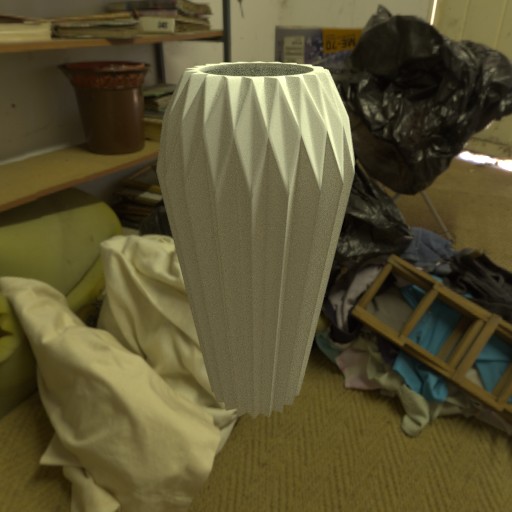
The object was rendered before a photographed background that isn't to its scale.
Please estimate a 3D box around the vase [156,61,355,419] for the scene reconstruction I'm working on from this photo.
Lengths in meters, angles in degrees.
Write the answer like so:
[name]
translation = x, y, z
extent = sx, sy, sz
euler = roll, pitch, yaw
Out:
[vase]
translation = 0.000, 0.000, 0.336
extent = 0.133, 0.263, 0.133
euler = 0, 29, 0
